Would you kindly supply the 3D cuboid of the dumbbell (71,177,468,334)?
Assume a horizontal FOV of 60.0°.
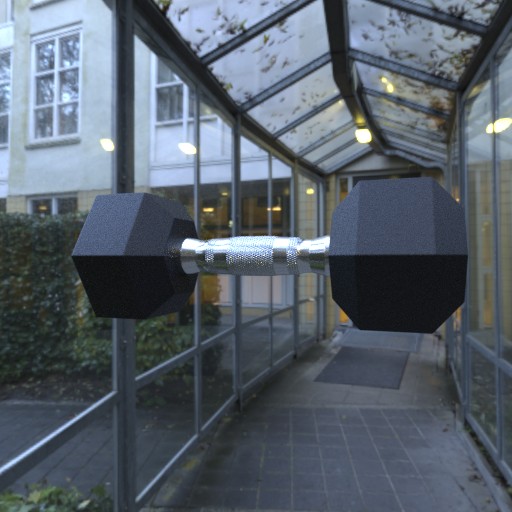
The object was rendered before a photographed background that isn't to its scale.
[{"bbox_3d":[0.000,0.000,0.322,0.272,0.092,0.106,0,0,18],"label":"dumbbell"}]
